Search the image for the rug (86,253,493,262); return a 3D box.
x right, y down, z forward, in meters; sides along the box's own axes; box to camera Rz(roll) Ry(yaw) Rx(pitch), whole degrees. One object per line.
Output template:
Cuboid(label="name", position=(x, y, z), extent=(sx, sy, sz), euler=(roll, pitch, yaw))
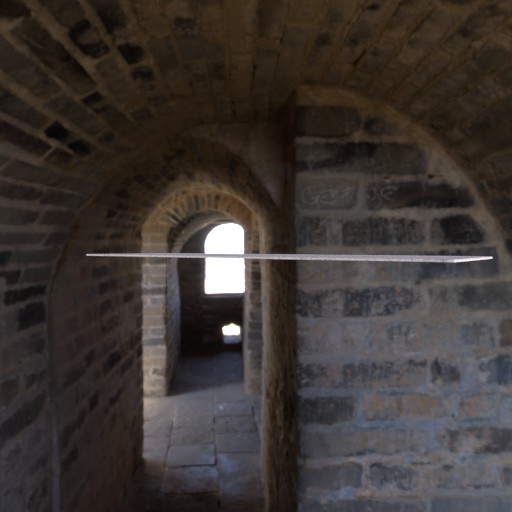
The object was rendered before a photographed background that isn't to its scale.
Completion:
Cuboid(label="rug", position=(0.000, 0.000, 2.701), extent=(2.452, 0.012, 0.775), euler=(1, 1, 38))
